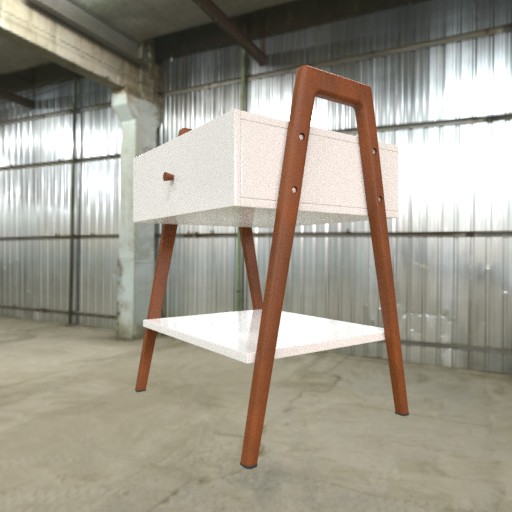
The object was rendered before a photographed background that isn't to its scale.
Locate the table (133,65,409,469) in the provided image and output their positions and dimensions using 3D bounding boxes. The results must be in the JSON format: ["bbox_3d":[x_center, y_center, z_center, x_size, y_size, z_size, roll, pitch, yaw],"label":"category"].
[{"bbox_3d":[0.000,0.000,0.921,0.405,0.610,0.457,0,0,-35],"label":"table"}]
